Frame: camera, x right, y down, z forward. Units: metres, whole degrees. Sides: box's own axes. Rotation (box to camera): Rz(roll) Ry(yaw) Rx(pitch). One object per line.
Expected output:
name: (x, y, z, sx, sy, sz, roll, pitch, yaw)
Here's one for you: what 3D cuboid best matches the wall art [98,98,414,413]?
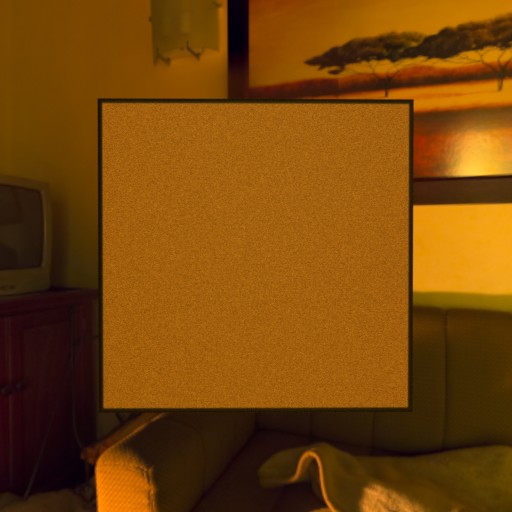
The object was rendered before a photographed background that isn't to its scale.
wall art: (0.000, 0.000, 0.446, 0.304, 0.303, 0.037, 0, 1, -1)
